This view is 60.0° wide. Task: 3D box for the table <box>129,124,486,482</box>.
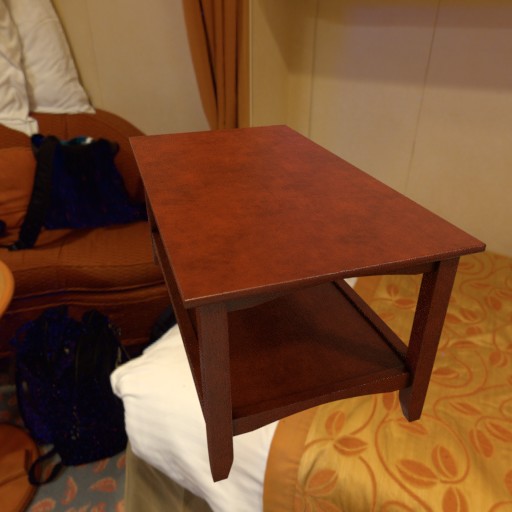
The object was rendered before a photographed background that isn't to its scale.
[{"bbox_3d":[0.000,0.000,1.198,0.533,0.456,0.943,-9,31,-16],"label":"table"}]
